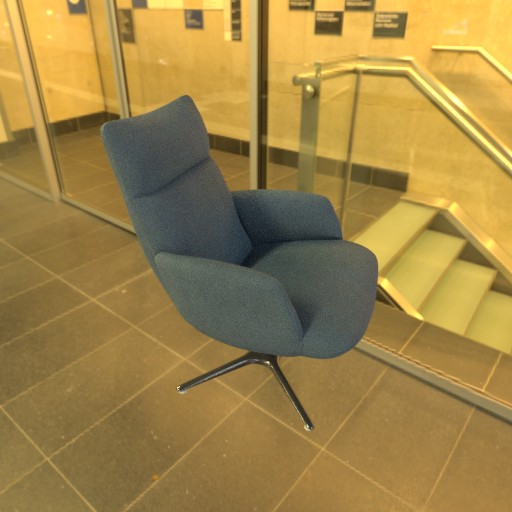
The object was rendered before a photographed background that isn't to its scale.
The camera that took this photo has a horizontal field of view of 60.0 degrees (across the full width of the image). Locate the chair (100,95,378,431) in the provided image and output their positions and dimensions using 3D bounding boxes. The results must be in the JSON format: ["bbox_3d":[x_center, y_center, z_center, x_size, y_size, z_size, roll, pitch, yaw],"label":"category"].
[{"bbox_3d":[0.000,0.000,1.639,0.889,1.016,0.711,10,31,17],"label":"chair"}]
